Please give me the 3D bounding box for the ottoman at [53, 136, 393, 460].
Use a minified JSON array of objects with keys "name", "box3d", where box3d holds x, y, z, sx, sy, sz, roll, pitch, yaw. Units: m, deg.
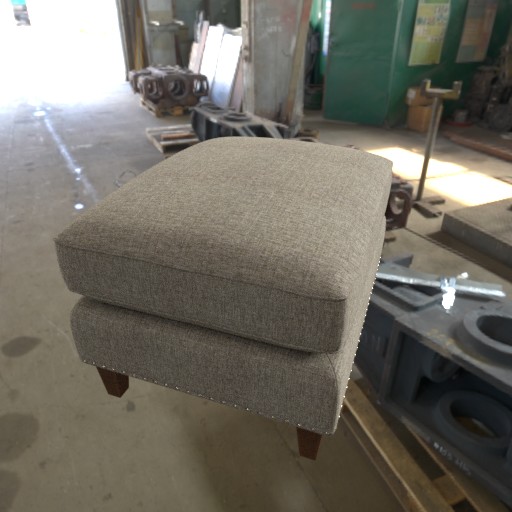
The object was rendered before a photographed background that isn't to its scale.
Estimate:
[{"name":"ottoman","box3d":[0.000,0.000,1.137,0.584,0.513,0.741,11,31,18]}]
